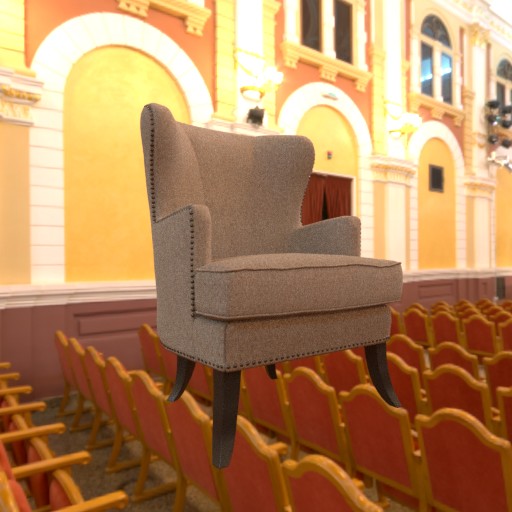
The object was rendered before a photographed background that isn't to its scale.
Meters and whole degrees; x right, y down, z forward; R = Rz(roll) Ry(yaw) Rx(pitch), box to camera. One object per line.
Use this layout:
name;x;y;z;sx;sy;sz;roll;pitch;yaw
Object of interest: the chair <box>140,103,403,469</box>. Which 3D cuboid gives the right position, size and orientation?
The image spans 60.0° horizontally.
chair;0.000;0.000;1.608;0.759;1.060;0.758;0;0;-37
